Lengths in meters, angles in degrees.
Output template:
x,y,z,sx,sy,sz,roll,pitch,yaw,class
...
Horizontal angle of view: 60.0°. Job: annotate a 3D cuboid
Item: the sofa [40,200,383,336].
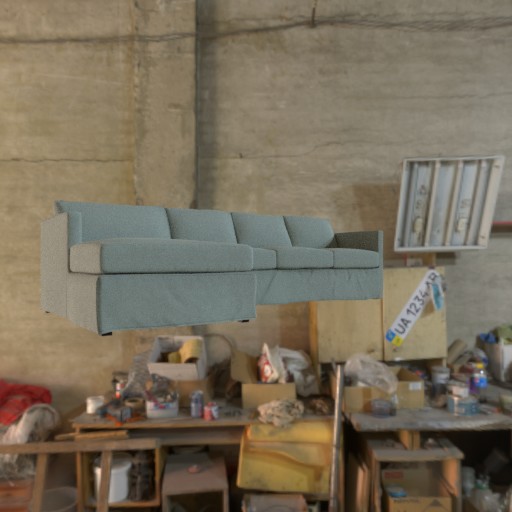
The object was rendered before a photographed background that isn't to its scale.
x,y,z,sx,sy,sz,roll,pitch,yaw,class
0.000,0.000,3.853,3.205,0.922,1.650,0,-1,-36,sofa
